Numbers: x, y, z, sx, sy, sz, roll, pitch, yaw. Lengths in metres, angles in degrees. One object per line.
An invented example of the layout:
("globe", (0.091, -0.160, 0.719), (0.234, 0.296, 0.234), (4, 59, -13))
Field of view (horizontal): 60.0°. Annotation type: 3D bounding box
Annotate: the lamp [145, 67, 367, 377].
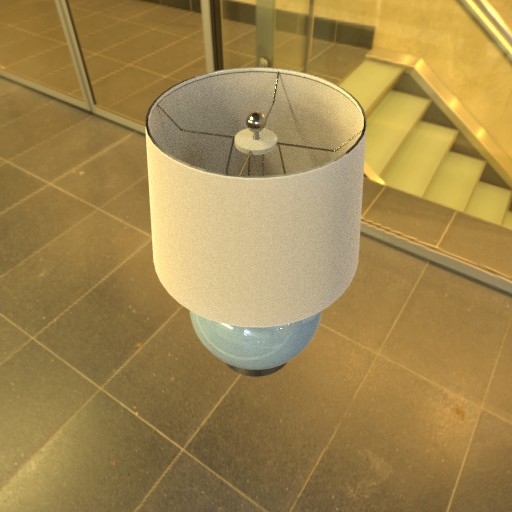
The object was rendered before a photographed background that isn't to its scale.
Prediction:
("lamp", (0.000, 0.000, 0.555), (0.247, 0.387, 0.247), (0, 46, 0))
